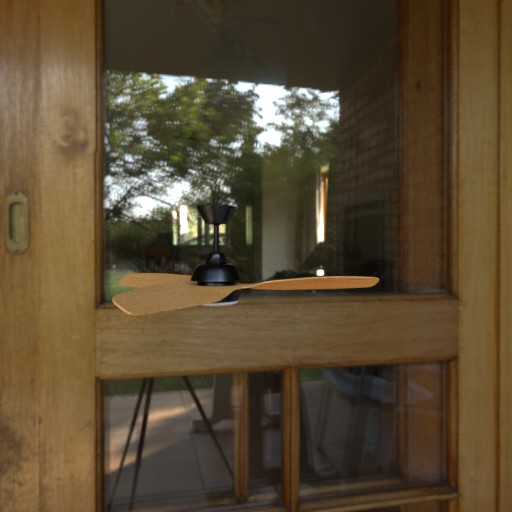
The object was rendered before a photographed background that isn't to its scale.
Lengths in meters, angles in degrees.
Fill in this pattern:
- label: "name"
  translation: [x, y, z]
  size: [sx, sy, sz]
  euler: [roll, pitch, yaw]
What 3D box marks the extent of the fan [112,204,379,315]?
- label: "fan"
  translation: [0.000, 0.000, 1.649]
  size: [1.010, 0.355, 1.142]
  euler: [0, 0, -18]
